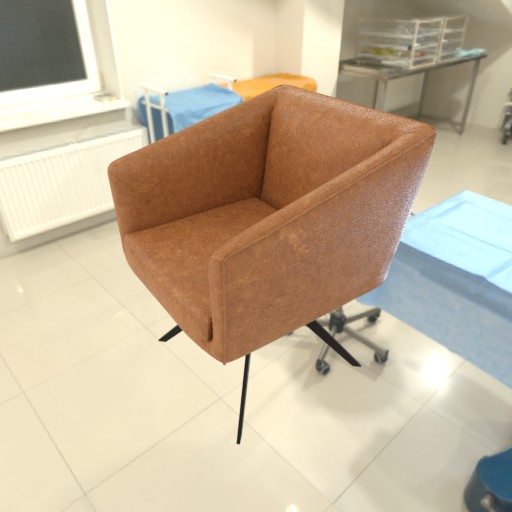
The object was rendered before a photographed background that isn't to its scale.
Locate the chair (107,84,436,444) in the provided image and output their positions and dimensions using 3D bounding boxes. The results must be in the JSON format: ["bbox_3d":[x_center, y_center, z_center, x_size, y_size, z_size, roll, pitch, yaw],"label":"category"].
[{"bbox_3d":[0.000,0.000,1.253,0.625,0.760,0.588,-21,39,-29],"label":"chair"}]
